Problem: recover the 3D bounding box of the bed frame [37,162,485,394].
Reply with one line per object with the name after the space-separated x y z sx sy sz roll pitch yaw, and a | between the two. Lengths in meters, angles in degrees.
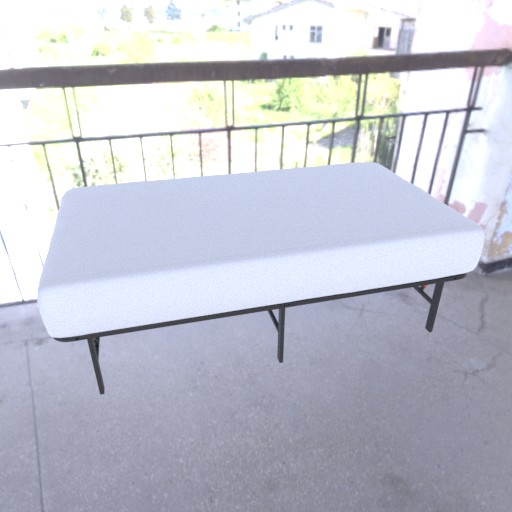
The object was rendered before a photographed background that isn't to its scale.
0.000 0.000 2.318 1.908 0.640 1.025 -8 30 -13 | bed frame
